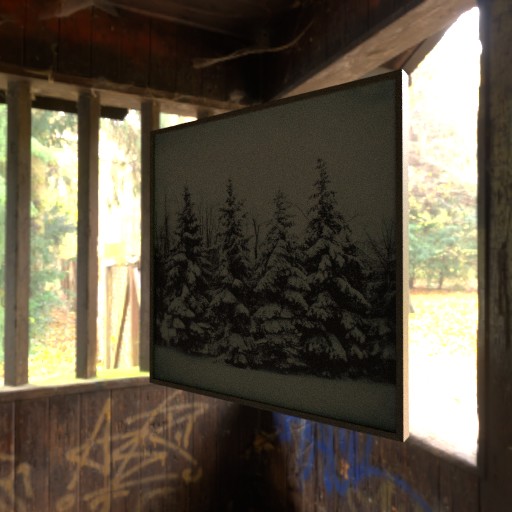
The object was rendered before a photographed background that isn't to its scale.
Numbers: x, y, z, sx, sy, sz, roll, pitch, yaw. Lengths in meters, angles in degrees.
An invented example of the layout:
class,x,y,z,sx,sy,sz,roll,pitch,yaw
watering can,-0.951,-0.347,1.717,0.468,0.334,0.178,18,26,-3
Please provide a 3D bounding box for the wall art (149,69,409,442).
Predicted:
class,x,y,z,sx,sy,sz,roll,pitch,yaw
wall art,0.000,0.000,1.134,0.758,0.758,0.039,0,-1,35
